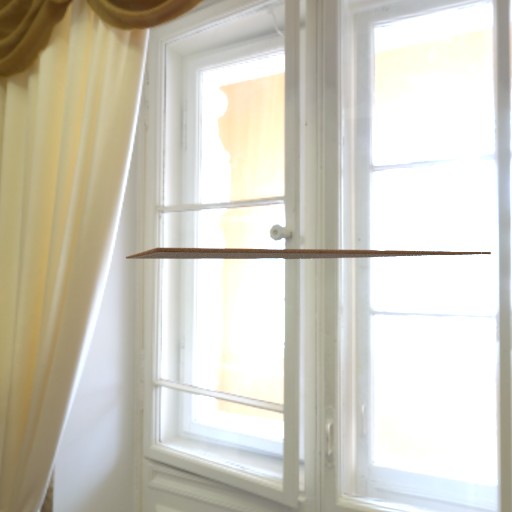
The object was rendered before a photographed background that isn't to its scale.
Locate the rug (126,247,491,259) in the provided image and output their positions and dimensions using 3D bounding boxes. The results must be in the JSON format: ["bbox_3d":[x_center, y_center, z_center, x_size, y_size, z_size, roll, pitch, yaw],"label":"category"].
[{"bbox_3d":[0.000,0.000,2.308,1.219,0.014,1.829,0,-1,-19],"label":"rug"}]
